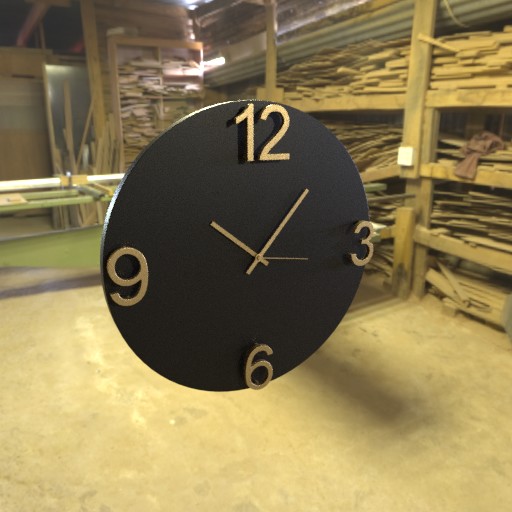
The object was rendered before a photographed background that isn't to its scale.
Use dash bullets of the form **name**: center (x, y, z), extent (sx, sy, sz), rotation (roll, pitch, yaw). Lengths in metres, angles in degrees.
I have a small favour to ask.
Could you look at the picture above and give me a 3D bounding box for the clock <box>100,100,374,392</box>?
- **clock**: center (0.000, 0.000, 0.682), extent (0.454, 0.454, 0.038), rotation (-9, 18, -27)
